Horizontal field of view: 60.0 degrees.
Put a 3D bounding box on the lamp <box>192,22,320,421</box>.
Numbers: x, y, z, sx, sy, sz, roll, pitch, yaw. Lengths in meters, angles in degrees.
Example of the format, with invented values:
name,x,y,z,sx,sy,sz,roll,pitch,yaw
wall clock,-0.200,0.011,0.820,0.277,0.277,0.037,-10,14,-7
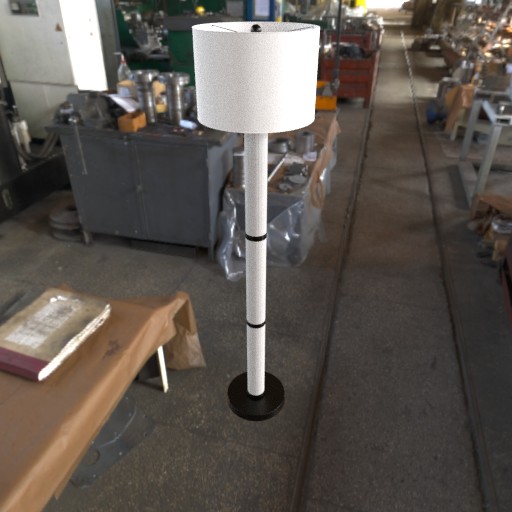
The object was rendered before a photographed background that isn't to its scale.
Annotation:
name,x,y,z,sx,sy,sz,roll,pitch,yaw
lamp,0.000,0.000,1.721,0.377,1.599,0.377,-10,33,-16
